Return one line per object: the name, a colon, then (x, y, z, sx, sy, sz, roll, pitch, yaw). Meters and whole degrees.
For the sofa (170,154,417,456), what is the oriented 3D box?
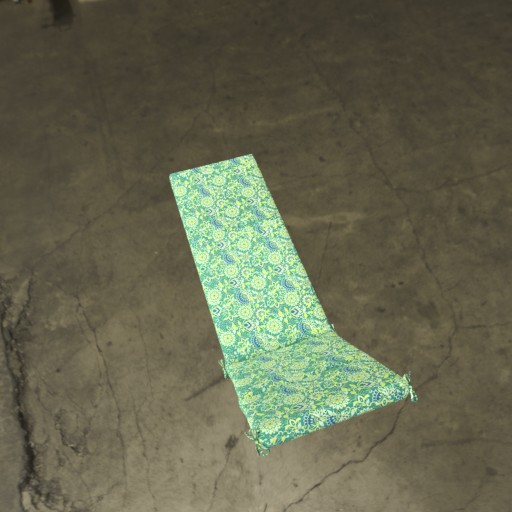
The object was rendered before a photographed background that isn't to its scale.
sofa: (0.000, 0.000, 2.004, 0.582, 0.622, 1.663, -16, 60, -10)
